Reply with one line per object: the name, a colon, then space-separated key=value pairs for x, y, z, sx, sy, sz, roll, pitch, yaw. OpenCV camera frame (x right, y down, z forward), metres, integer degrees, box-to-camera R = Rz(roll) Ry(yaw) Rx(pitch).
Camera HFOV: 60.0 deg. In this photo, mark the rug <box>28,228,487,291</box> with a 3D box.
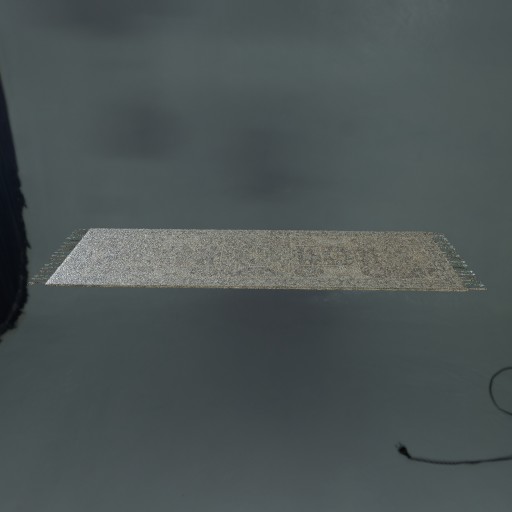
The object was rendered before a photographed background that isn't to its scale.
rug: x=0.000 y=0.000 z=2.884 sx=2.664 sy=0.011 sz=0.762 roll=1 pitch=29 yaw=1
